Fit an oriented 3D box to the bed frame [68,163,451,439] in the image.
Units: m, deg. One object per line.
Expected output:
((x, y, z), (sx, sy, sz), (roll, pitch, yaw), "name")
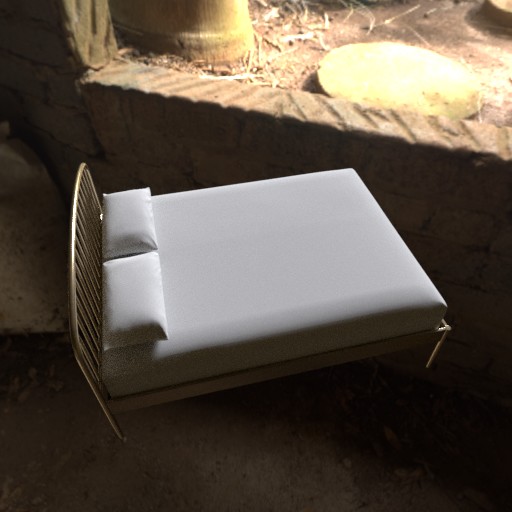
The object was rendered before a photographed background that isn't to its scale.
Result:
((0.000, 0.000, 3.075), (2.152, 1.175, 1.612), (-10, 46, -10), "bed frame")
